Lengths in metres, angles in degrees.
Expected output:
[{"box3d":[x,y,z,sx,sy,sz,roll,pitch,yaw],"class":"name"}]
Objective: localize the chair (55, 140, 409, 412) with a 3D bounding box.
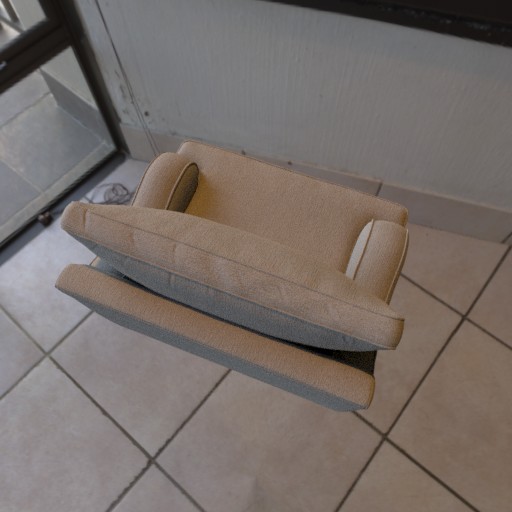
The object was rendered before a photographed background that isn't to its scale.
[{"box3d":[0.000,0.000,1.990,1.220,1.016,1.041,19,65,9],"class":"chair"}]
